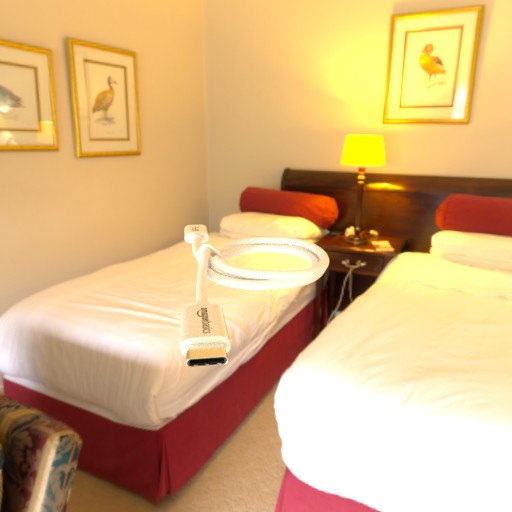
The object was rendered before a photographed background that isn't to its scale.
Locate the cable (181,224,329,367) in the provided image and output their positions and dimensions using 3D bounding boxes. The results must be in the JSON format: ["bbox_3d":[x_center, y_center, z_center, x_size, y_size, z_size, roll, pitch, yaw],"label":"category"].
[{"bbox_3d":[0.000,0.000,0.211,0.070,0.014,0.186,-2,15,-9],"label":"cable"}]
